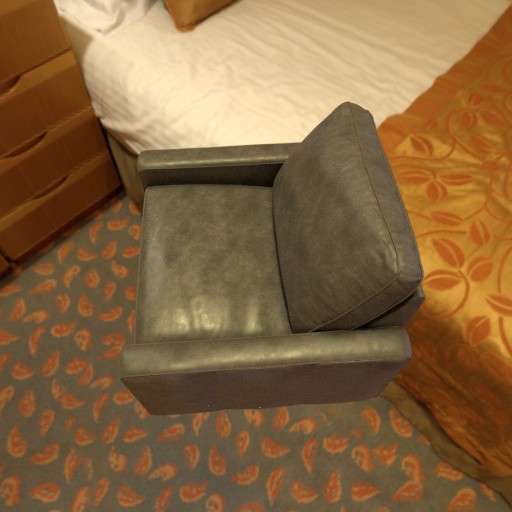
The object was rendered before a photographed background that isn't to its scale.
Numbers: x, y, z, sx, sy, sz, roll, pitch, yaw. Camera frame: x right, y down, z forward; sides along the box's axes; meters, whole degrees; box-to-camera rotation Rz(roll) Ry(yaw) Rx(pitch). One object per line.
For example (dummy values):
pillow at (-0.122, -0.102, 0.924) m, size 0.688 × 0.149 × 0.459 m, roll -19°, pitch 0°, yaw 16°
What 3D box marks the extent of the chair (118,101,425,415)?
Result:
chair at (0.000, 0.000, 1.739) m, size 0.939 × 0.916 × 1.006 m, roll -4°, pitch 58°, yaw -2°
